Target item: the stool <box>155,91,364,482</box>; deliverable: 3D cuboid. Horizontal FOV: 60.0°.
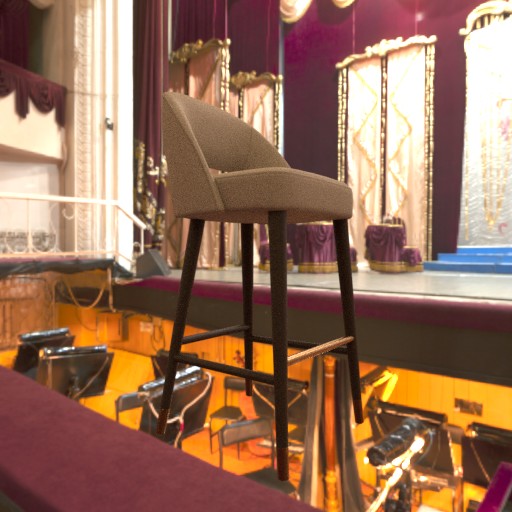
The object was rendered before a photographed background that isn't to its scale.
[{"bbox_3d":[0.000,0.000,1.343,0.509,1.037,0.494,1,1,37],"label":"stool"}]
